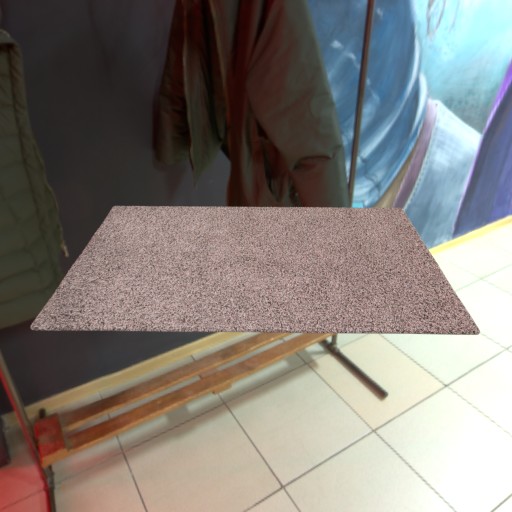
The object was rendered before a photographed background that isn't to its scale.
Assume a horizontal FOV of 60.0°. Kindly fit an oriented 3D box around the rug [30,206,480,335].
[{"bbox_3d":[0.000,0.000,3.449,2.743,0.030,1.778,0,31,1],"label":"rug"}]
